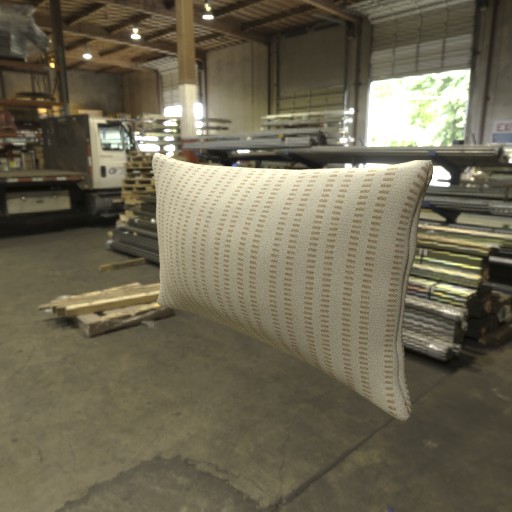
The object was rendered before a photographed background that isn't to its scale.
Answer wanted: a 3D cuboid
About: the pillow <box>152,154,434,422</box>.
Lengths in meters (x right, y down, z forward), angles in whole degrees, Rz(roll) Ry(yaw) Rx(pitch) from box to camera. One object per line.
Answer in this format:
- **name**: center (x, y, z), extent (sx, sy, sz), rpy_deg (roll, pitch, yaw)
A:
- **pillow**: center (0.000, 0.000, 0.800), extent (0.210, 0.353, 0.640), rpy_deg (-13, 19, -42)
